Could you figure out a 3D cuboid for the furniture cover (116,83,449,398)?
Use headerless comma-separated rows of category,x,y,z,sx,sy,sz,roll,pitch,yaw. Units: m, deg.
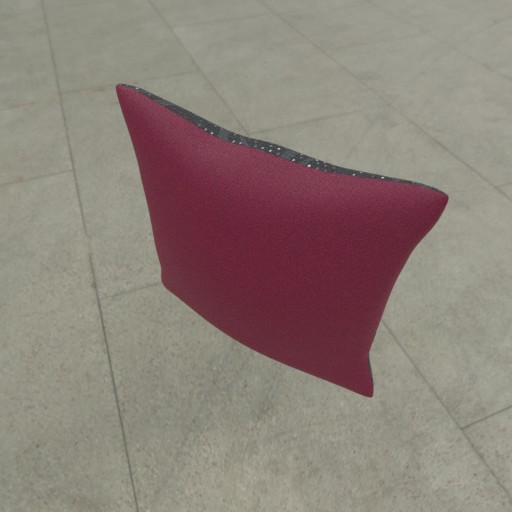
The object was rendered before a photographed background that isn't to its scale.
furniture cover,0.000,0.000,0.807,0.552,0.509,0.193,25,51,22
